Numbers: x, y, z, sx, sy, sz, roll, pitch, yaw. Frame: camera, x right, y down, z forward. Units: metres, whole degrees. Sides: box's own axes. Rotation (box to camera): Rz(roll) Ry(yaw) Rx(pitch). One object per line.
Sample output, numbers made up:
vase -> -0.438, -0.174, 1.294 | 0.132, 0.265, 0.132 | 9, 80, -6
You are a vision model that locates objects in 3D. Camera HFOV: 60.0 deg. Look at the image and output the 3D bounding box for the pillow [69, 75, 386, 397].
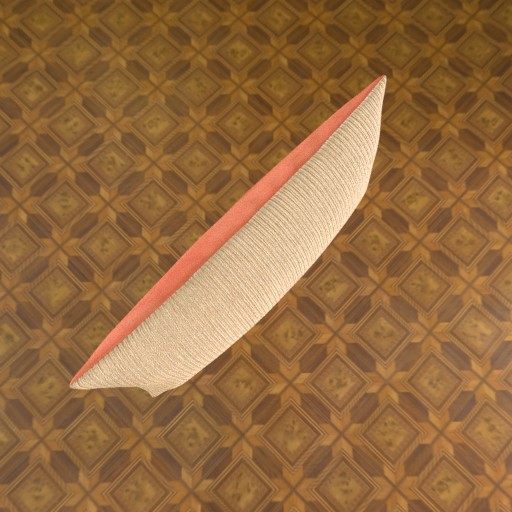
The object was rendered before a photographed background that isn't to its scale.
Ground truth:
pillow -> 0.000, 0.000, 0.737 | 0.155, 0.307, 0.608 | 43, 80, 10
